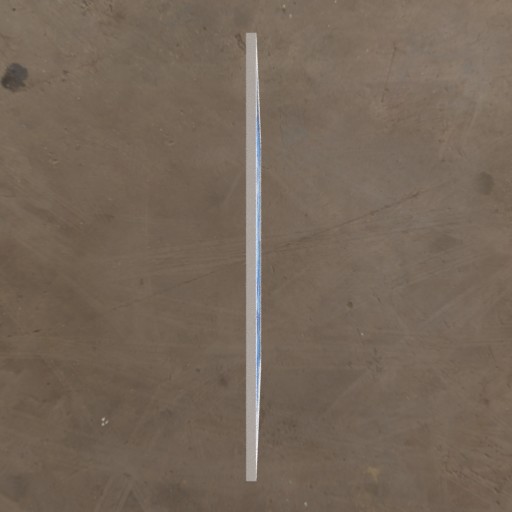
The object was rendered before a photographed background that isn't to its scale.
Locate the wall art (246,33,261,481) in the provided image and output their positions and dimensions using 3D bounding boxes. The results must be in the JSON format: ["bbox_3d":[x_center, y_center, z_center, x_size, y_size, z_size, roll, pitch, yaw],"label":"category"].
[{"bbox_3d":[0.000,0.000,0.983,0.015,0.660,0.660,0,91,1],"label":"wall art"}]
